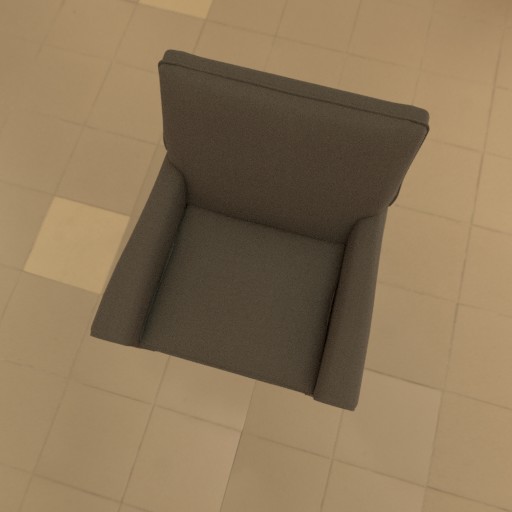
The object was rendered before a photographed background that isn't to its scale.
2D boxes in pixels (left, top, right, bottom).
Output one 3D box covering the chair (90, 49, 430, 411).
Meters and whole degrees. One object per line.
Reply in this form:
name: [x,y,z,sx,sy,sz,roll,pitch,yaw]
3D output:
chair: [0.000,0.000,1.566,0.836,0.911,0.831,15,76,4]
